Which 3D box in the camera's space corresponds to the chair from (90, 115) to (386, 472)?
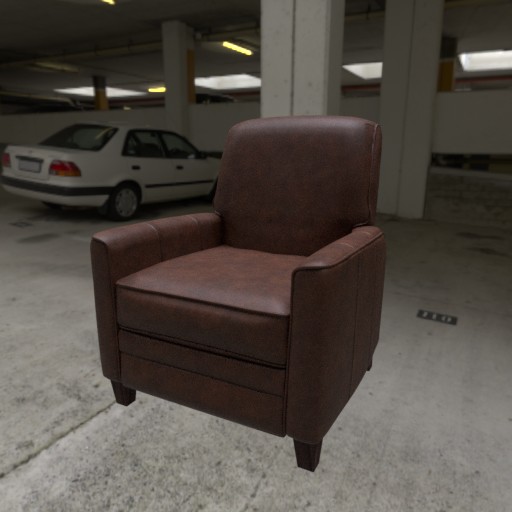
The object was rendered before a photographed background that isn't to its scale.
[{"bbox_3d":[0.000,0.000,1.601,0.839,1.010,0.850,7,16,27],"label":"chair"}]
